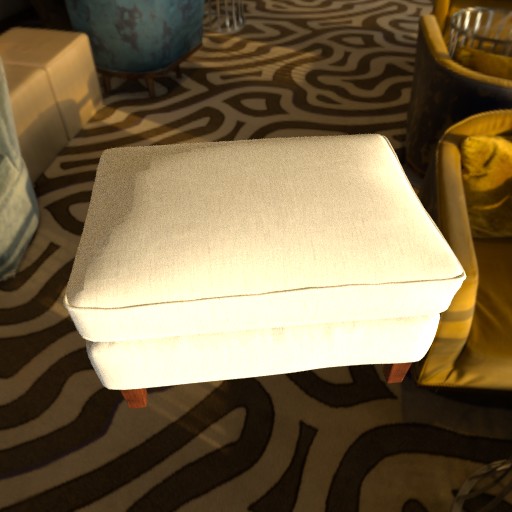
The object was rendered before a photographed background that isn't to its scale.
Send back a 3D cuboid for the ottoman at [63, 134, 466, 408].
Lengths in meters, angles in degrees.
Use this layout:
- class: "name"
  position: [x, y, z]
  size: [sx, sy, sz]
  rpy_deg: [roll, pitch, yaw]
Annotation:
- class: "ottoman"
  position: [0.000, 0.000, 0.958]
  size: [0.665, 0.406, 0.501]
  rpy_deg: [-4, 46, -4]
